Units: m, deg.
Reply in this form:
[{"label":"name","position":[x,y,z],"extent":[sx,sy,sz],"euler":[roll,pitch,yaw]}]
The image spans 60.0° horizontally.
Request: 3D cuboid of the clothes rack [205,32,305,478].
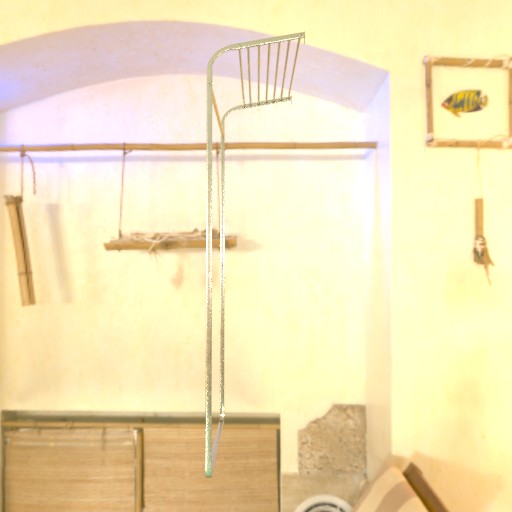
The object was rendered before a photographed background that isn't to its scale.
[{"label":"clothes rack","position":[0.000,0.000,1.850],"extent":[0.349,1.574,0.609],"euler":[0,-1,0]}]
